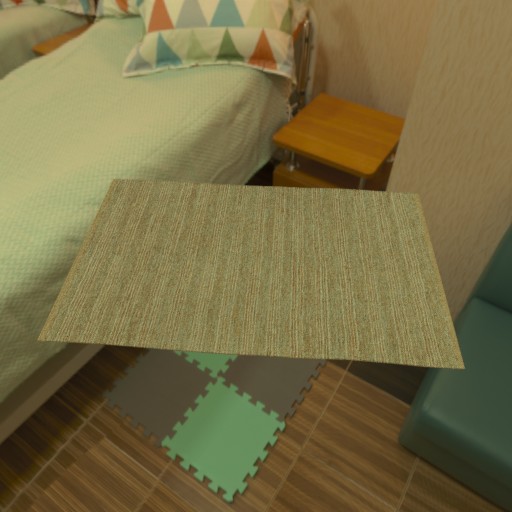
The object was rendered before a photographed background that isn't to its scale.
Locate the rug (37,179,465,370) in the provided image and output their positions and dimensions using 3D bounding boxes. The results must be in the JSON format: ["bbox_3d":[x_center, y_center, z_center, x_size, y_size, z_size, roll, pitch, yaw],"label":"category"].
[{"bbox_3d":[0.000,0.000,3.042,2.448,0.012,1.540,3,48,3],"label":"rug"}]
